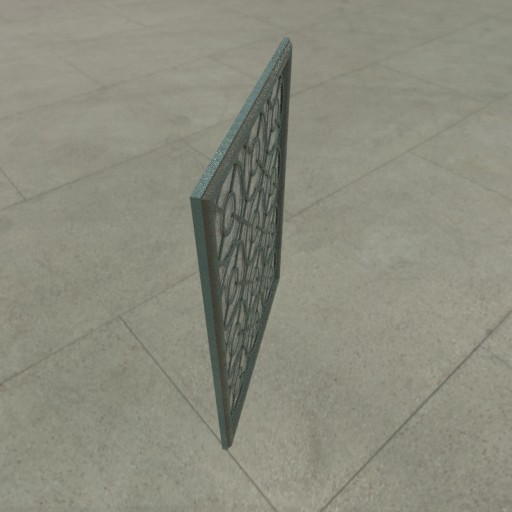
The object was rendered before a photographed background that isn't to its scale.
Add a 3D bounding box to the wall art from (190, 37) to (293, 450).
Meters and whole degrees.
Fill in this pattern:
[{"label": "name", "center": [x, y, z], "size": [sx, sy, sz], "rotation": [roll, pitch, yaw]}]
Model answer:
[{"label": "wall art", "center": [0.000, 0.000, 1.319], "size": [0.030, 0.983, 0.767], "rotation": [10, 45, 10]}]
